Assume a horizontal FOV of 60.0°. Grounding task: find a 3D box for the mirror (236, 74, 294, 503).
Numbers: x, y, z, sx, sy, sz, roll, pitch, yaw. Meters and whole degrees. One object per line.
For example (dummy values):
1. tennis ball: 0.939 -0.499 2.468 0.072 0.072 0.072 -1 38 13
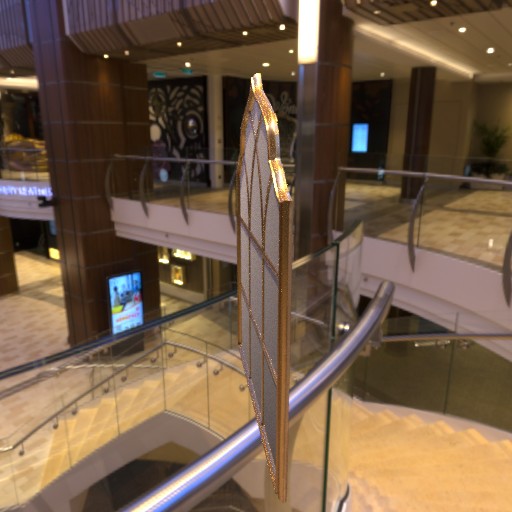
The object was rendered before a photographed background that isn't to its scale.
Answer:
1. mirror: 0.000 0.000 0.830 0.018 0.635 0.513 -2 16 -9
